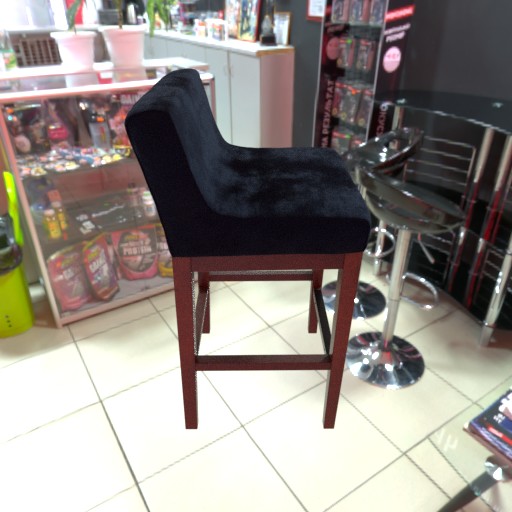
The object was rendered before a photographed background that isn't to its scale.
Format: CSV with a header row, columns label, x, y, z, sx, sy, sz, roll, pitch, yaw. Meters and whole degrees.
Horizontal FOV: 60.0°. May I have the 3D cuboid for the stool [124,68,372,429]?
label,x,y,z,sx,sy,sz,roll,pitch,yaw
stool,0.000,0.000,1.276,0.516,0.945,0.511,0,31,0
